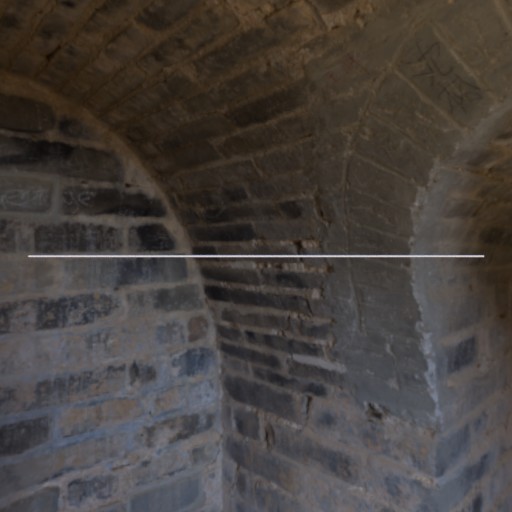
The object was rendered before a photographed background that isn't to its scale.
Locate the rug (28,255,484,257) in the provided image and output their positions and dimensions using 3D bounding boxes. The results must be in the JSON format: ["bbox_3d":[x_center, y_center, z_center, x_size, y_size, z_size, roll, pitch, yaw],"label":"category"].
[{"bbox_3d":[0.000,0.000,2.751,2.388,0.012,0.864,0,0,0],"label":"rug"}]
